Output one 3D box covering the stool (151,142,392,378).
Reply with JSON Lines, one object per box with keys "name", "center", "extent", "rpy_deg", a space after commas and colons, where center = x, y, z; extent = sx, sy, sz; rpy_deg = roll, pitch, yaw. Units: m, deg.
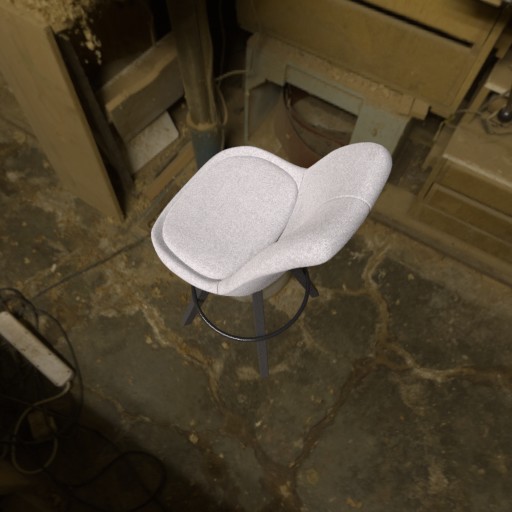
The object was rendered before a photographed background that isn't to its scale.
{"name": "stool", "center": [0.000, 0.000, 1.431], "extent": [0.550, 1.115, 0.485], "rpy_deg": [31, 68, 14]}
